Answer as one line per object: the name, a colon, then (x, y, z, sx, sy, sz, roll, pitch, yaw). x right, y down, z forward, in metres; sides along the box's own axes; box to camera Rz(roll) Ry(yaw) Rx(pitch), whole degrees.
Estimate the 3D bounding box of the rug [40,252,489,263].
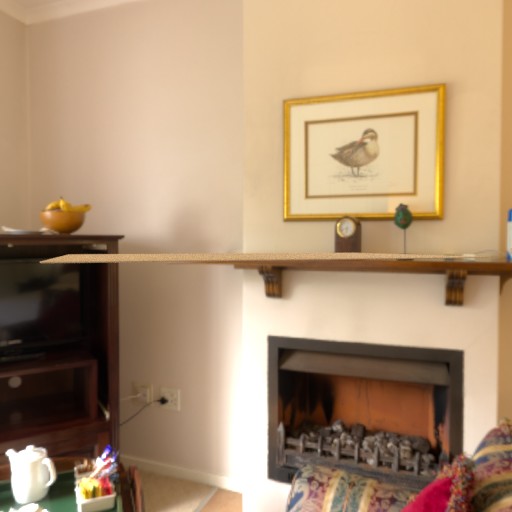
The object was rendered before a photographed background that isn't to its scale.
rug: (0.000, 0.000, 2.972, 2.438, 0.008, 1.523, 0, 1, -19)
